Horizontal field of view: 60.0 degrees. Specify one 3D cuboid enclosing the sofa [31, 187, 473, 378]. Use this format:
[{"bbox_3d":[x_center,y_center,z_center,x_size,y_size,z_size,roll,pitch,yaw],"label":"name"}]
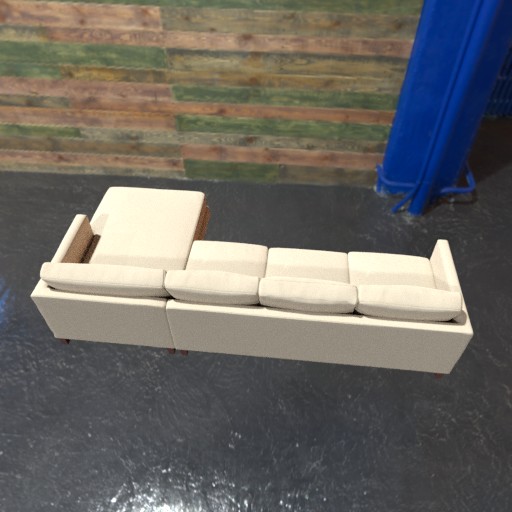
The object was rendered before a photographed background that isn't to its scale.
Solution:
[{"bbox_3d":[0.000,0.000,3.861,3.186,0.861,1.625,4,47,4],"label":"sofa"}]
